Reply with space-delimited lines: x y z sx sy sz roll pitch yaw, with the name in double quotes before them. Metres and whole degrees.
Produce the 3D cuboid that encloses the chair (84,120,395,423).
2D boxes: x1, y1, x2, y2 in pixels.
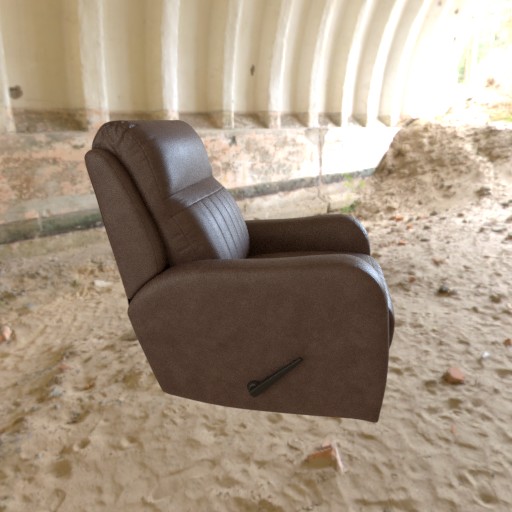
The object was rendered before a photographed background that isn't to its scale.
"chair" 0.000 0.000 1.810 1.067 1.067 0.865 3 17 9
